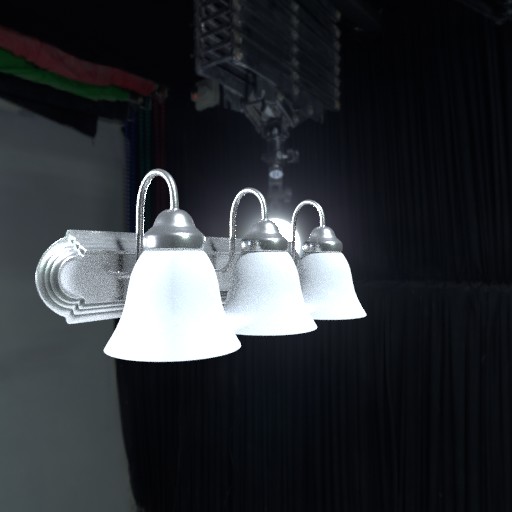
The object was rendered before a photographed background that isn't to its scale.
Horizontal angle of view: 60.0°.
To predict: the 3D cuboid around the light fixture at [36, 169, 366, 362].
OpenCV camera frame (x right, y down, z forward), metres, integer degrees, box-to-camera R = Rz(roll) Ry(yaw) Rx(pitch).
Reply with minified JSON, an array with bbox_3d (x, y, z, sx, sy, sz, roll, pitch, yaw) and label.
[{"bbox_3d":[0.000,0.000,0.711,0.199,0.222,0.610,0,0,37],"label":"light fixture"}]
